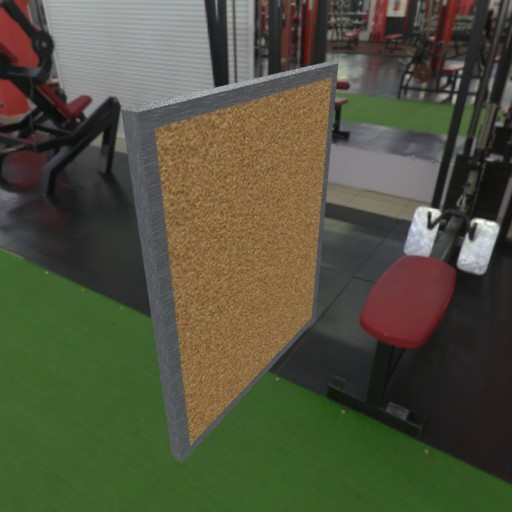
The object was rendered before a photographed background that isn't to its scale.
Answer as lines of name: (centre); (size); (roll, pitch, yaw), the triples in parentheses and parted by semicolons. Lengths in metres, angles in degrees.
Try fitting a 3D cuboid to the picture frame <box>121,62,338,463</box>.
picture frame: (0.000, 0.000, 0.750); (0.029, 0.559, 0.454); (20, 36, 30)
